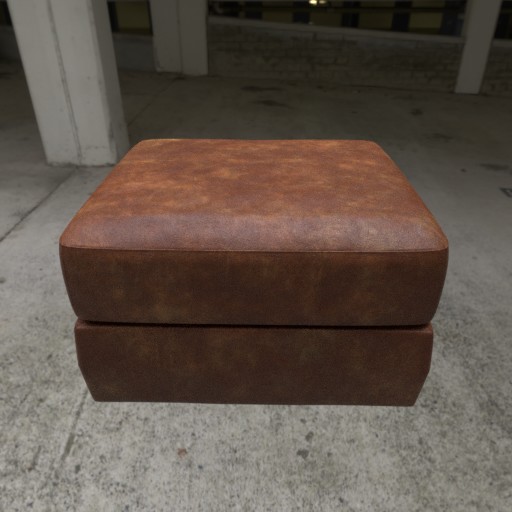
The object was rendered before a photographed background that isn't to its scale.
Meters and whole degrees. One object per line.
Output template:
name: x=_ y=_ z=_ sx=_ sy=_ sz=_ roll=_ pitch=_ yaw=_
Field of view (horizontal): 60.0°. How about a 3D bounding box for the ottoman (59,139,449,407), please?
ottoman: x=0.000 y=0.000 z=1.114 sx=0.751 sy=0.476 sz=0.603 roll=1 pitch=31 yaw=1
